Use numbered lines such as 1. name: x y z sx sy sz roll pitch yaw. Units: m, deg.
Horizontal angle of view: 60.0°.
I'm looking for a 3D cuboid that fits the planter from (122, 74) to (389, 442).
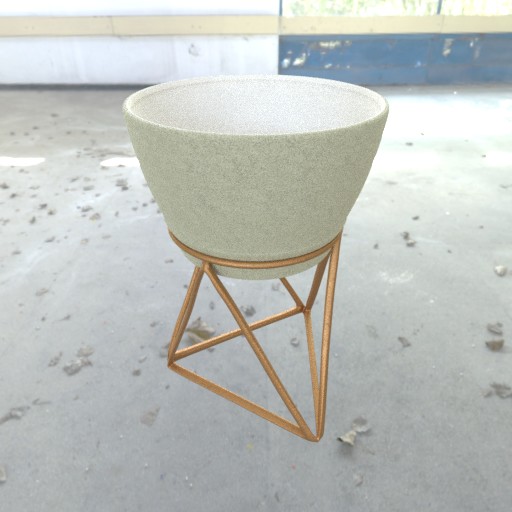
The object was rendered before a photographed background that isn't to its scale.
1. planter: 0.000 0.000 0.731 0.350 0.504 0.350 1 32 1
